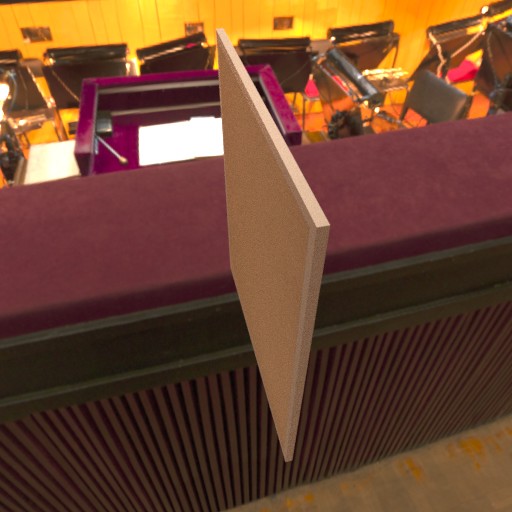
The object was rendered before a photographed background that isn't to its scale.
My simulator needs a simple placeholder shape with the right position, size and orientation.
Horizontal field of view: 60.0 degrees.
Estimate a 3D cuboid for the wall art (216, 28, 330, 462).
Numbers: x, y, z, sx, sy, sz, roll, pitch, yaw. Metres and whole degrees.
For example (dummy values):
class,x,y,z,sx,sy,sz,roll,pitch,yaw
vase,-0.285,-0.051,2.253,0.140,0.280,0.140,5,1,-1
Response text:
class,x,y,z,sx,sy,sz,roll,pitch,yaw
wall art,0.000,0.000,0.742,0.012,0.557,0.482,-10,47,-10
